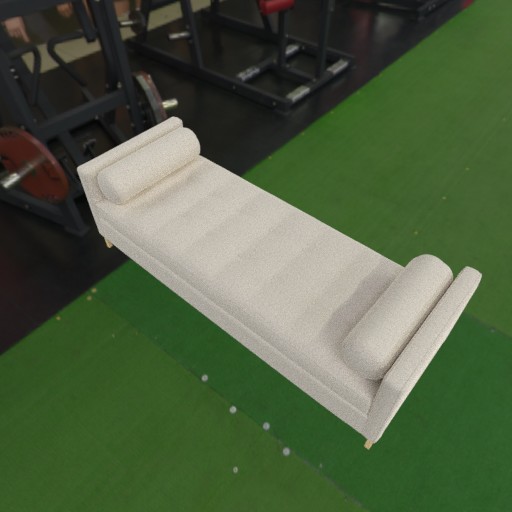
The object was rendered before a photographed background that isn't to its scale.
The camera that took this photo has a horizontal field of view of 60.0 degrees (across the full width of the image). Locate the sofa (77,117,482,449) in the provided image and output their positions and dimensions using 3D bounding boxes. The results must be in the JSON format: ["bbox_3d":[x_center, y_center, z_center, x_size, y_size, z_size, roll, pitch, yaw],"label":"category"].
[{"bbox_3d":[0.000,0.000,2.379,1.985,0.641,0.746,33,55,26],"label":"sofa"}]
